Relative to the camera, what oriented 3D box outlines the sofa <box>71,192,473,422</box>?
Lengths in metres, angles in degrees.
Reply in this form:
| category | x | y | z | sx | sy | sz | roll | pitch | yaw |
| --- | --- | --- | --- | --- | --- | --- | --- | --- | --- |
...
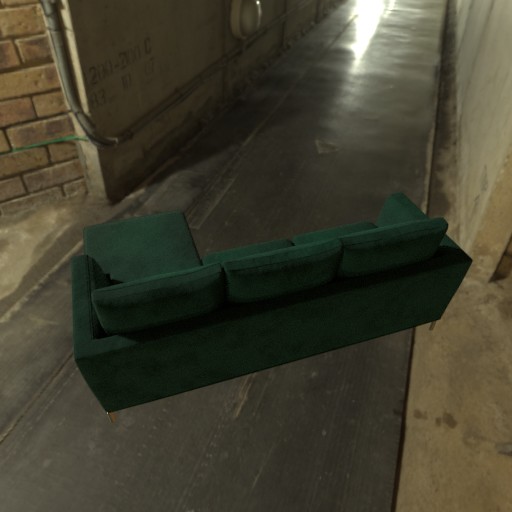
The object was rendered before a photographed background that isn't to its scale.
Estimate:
| category | x | y | z | sx | sy | sz | roll | pitch | yaw |
| --- | --- | --- | --- | --- | --- | --- | --- | --- | --- |
| sofa | 0.000 | 0.000 | 3.214 | 2.441 | 1.007 | 1.489 | -12 | 43 | -14 |
